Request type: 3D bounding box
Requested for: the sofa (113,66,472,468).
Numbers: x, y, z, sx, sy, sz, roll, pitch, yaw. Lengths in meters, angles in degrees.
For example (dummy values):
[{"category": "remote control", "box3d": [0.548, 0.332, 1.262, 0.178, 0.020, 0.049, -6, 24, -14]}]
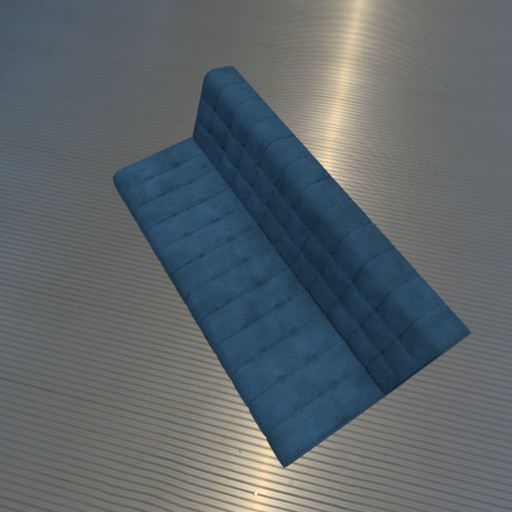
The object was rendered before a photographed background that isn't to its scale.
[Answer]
[{"category": "sofa", "box3d": [0.000, 0.000, 2.297, 0.855, 0.813, 1.804, -29, 66, -15]}]
